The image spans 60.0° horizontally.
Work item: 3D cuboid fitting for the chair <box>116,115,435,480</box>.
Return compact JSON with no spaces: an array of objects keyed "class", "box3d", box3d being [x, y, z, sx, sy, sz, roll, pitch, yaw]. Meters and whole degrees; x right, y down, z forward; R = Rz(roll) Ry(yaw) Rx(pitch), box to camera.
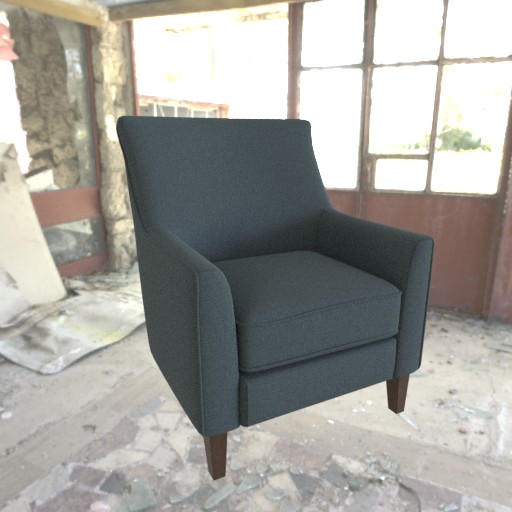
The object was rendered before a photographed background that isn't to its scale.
[{"class":"chair","box3d":[0.000,0.000,1.502,0.756,0.916,0.879,-8,17,-26]}]
